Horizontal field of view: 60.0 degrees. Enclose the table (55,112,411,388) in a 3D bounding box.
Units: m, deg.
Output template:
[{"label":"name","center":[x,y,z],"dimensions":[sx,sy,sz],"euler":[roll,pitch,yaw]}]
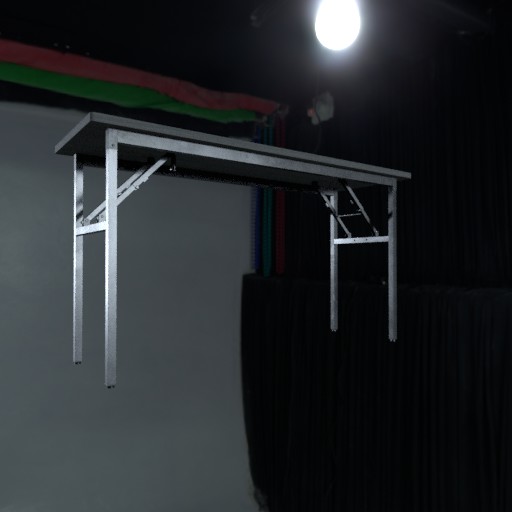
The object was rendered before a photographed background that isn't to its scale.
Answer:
[{"label":"table","center":[0.000,0.000,1.758],"dimensions":[1.399,0.750,0.449],"euler":[1,-1,-36]}]
